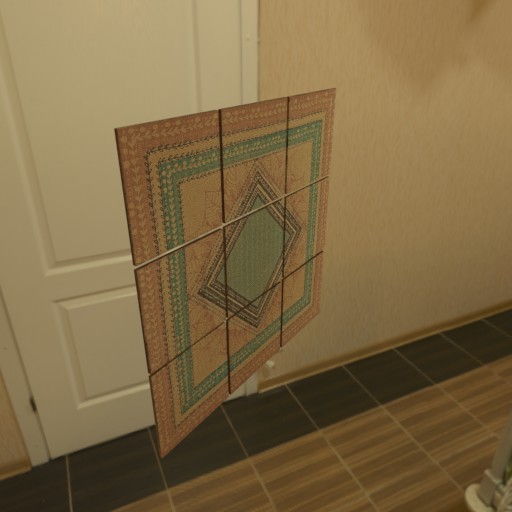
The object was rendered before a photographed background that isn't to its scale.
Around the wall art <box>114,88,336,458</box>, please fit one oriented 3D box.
[{"bbox_3d":[0.000,0.000,1.840,0.013,1.213,1.215,18,32,32],"label":"wall art"}]
